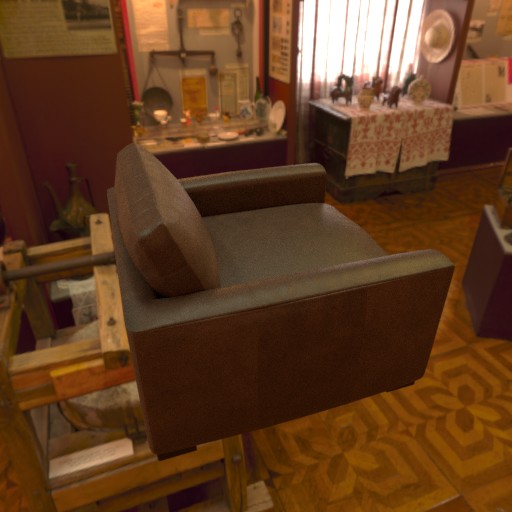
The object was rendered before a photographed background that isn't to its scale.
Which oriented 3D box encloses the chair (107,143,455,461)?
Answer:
[{"bbox_3d":[0.000,0.000,1.804,1.069,0.812,1.100,-10,32,-16],"label":"chair"}]
